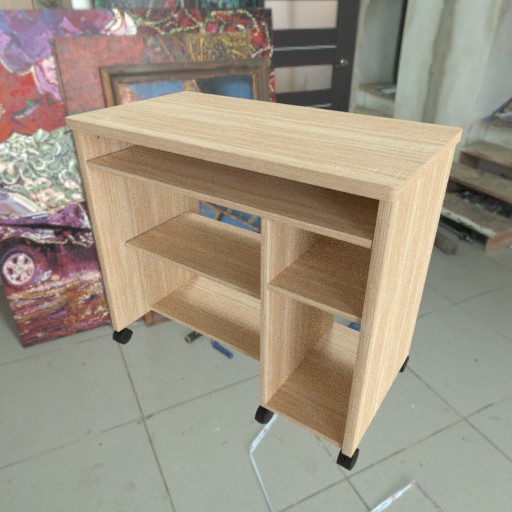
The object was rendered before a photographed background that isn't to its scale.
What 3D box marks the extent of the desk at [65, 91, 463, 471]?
[{"bbox_3d":[0.000,0.000,1.296,0.884,0.770,0.480,19,35,29],"label":"desk"}]
